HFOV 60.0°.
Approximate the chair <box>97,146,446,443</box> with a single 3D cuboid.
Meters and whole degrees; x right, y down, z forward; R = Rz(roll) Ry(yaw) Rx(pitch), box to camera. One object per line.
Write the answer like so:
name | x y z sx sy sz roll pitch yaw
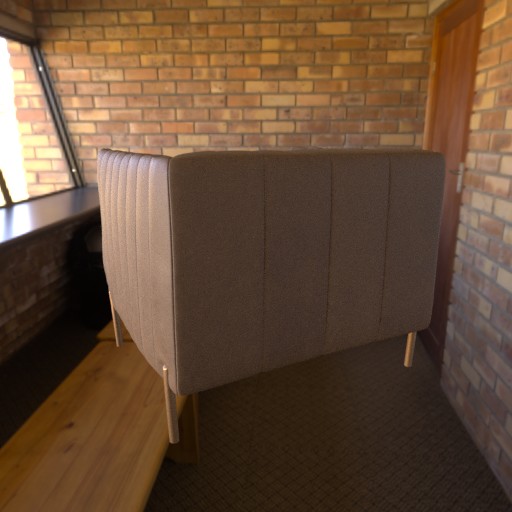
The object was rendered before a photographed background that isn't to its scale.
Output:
chair | 0.000 0.000 1.628 0.981 0.779 0.876 -8 17 -27
